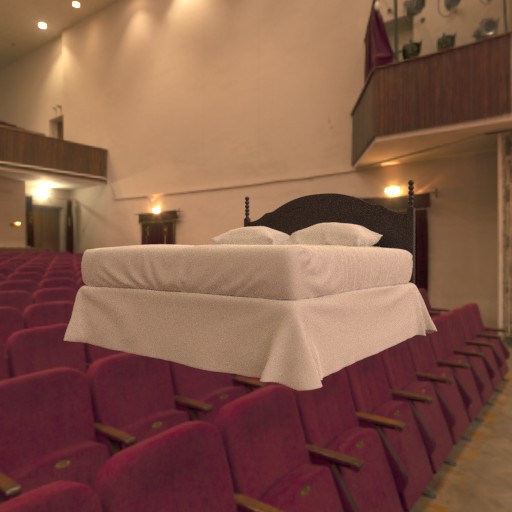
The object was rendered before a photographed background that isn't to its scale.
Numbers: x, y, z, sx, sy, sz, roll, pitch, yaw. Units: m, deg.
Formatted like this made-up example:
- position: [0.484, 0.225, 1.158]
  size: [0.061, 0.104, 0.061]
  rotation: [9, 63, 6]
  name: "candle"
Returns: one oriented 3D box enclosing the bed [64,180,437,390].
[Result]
- position: [0.000, 0.000, 3.657]
  size: [2.322, 1.355, 2.219]
  rotation: [0, 0, 37]
  name: "bed"
